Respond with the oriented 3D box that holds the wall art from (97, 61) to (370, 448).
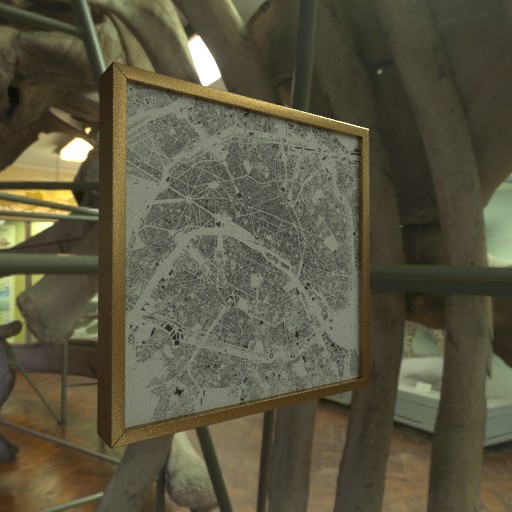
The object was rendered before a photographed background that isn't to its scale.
[{"bbox_3d":[0.000,0.000,0.451,0.305,0.305,0.037,1,-1,-36],"label":"wall art"}]
